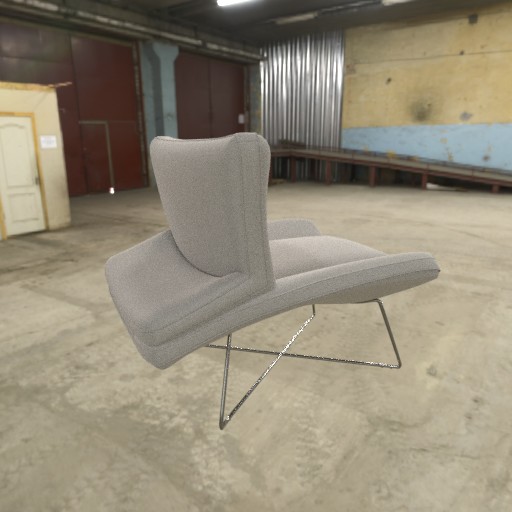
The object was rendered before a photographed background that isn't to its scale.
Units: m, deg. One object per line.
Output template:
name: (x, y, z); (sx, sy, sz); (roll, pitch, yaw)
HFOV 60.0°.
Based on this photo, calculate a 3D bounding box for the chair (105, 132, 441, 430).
chair: (0.000, 0.000, 1.626); (1.008, 0.855, 0.859); (-7, 16, -25)
